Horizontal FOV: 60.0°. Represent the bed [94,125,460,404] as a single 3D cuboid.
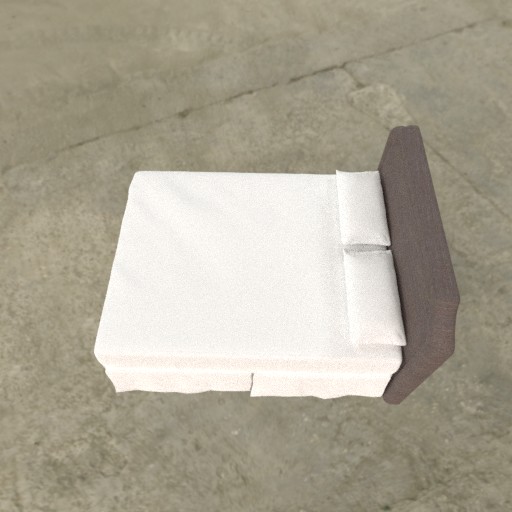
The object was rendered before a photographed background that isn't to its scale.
[{"bbox_3d":[0.000,0.000,3.107,2.116,1.290,1.693,1,58,1],"label":"bed"}]
